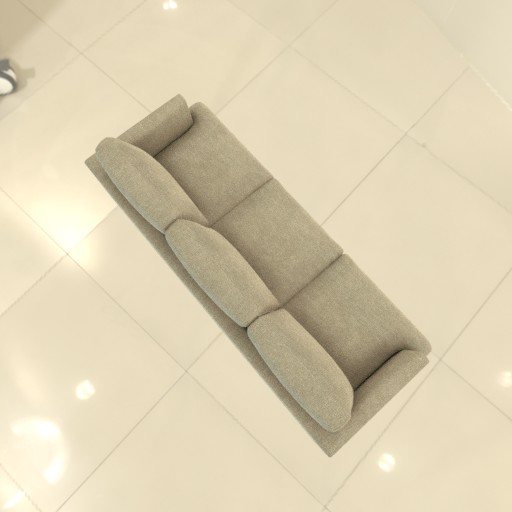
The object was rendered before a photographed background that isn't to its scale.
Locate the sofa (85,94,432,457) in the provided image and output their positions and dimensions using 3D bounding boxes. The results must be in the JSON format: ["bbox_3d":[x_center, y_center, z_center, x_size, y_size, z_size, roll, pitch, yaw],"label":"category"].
[{"bbox_3d":[0.000,0.000,2.768,0.903,0.930,2.246,-40,78,-10],"label":"sofa"}]
